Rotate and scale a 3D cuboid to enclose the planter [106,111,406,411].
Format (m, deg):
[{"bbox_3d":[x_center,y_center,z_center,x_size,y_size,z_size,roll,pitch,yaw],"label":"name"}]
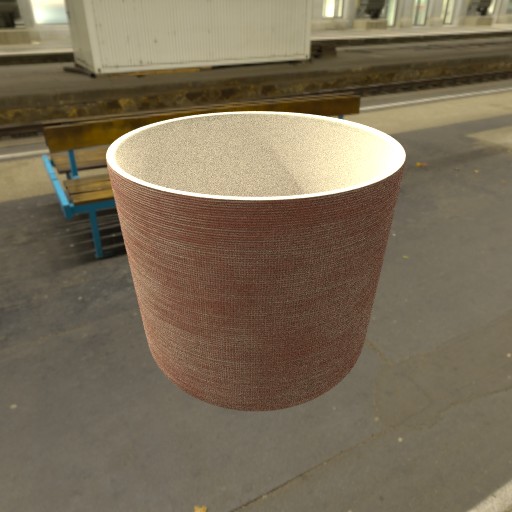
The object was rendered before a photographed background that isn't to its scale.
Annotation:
[{"bbox_3d":[0.000,0.000,0.776,0.440,0.398,0.440,0,30,0],"label":"planter"}]
